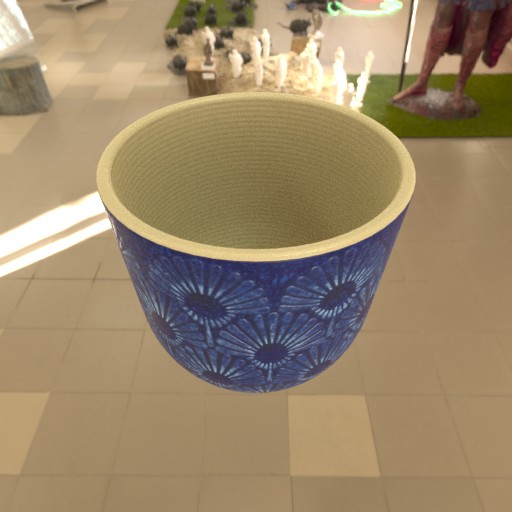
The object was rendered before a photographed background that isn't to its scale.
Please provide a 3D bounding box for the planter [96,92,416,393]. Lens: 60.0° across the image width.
[{"bbox_3d":[0.000,0.000,0.293,0.170,0.153,0.170,0,42,0],"label":"planter"}]
